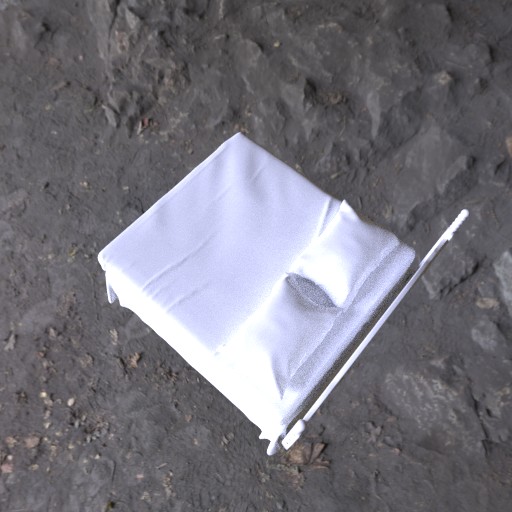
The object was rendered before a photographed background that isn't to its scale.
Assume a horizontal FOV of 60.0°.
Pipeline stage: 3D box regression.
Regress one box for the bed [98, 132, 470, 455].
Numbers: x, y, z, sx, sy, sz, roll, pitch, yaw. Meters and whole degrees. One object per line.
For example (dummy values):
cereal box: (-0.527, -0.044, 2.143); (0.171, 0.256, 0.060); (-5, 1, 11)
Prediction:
bed: (0.000, 0.000, 3.289); (2.040, 1.356, 1.873); (38, 69, 17)
